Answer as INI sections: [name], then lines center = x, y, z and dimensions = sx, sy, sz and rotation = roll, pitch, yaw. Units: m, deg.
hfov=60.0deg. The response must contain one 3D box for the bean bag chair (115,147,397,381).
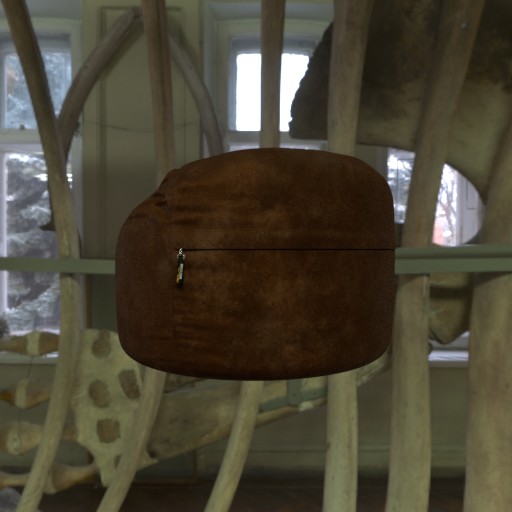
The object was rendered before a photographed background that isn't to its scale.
[bean bag chair]
center = 0.000, 0.000, 1.509
dimensions = 0.918, 0.616, 0.918
rotation = 0, 1, 0
